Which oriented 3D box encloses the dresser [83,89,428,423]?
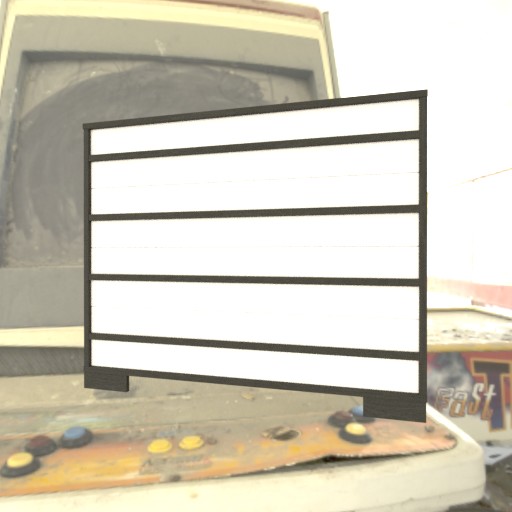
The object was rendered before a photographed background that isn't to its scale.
[{"bbox_3d":[0.000,0.000,1.416,0.994,0.816,0.404,0,0,17],"label":"dresser"}]
